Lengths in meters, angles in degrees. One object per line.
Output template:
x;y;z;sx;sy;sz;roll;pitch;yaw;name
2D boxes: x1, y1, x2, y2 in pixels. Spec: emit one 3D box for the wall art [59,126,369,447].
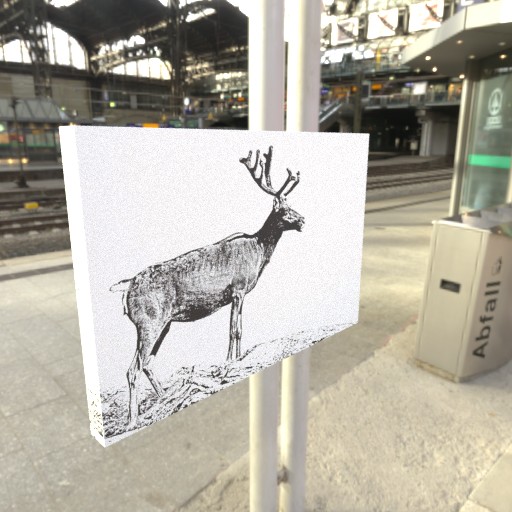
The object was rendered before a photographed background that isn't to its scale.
0.000;0.000;0.763;0.608;0.414;0.042;-14;20;-43;wall art
